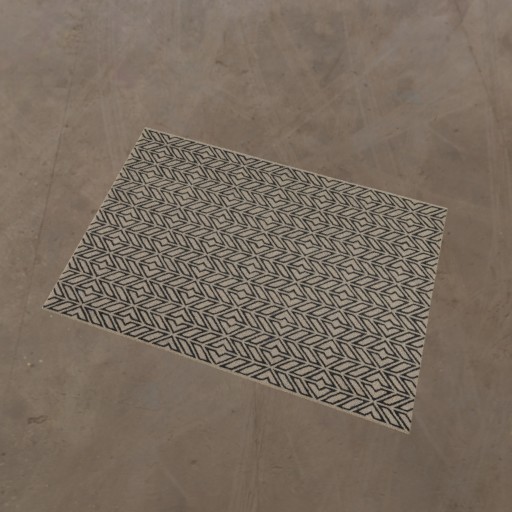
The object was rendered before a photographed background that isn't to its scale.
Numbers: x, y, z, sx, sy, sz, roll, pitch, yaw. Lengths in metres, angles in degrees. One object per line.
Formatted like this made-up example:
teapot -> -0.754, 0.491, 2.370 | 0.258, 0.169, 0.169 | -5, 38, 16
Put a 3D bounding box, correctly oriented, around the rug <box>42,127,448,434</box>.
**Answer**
rug -> 0.000, 0.000, 2.319 | 1.828, 0.007, 1.220 | 17, 65, 8
